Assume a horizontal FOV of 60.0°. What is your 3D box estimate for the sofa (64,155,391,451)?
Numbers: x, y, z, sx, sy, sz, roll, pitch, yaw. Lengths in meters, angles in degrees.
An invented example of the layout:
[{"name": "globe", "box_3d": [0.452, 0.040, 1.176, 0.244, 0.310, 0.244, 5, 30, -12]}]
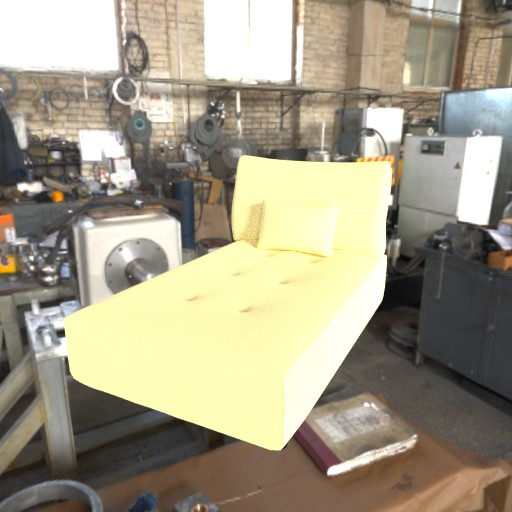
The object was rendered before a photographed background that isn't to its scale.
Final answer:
[{"name": "sofa", "box_3d": [0.000, 0.000, 2.050, 0.930, 0.820, 1.450, 8, 18, 26]}]
